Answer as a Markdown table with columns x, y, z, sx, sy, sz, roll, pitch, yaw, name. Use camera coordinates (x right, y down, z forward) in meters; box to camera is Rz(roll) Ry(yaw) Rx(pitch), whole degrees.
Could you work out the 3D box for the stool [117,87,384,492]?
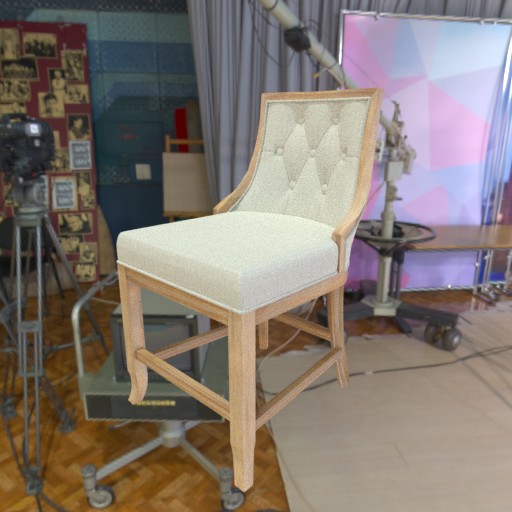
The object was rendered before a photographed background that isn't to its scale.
| x | y | z | sx | sy | sz | roll | pitch | yaw | name |
| --- | --- | --- | --- | --- | --- | --- | --- | --- | --- |
| 0.000 | 0.000 | 1.310 | 0.524 | 0.938 | 0.626 | 16 | 23 | 41 | stool |
